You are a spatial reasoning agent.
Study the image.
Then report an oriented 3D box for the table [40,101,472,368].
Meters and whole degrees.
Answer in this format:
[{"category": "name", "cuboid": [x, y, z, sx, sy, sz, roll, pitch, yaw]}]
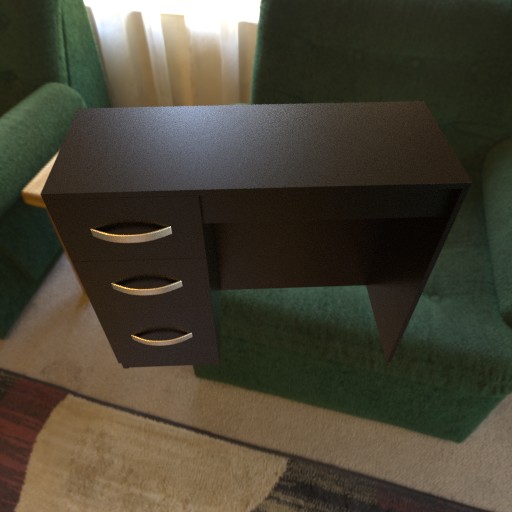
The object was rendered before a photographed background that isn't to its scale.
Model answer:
[{"category": "table", "cuboid": [0.000, 0.000, 1.355, 0.930, 0.790, 0.380, -2, 48, -2]}]
